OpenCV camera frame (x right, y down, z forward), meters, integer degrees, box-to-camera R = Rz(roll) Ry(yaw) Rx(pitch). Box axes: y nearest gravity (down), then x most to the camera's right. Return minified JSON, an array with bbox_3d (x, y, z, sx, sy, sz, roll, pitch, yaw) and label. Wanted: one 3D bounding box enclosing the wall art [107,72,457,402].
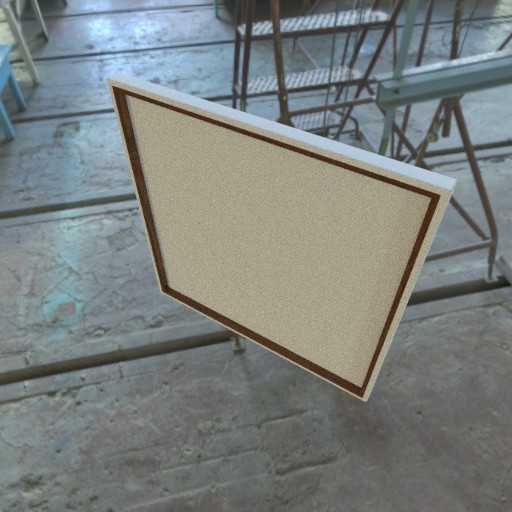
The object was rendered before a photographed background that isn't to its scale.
[{"bbox_3d":[0.000,0.000,1.128,0.757,0.757,0.037,24,51,21],"label":"wall art"}]
